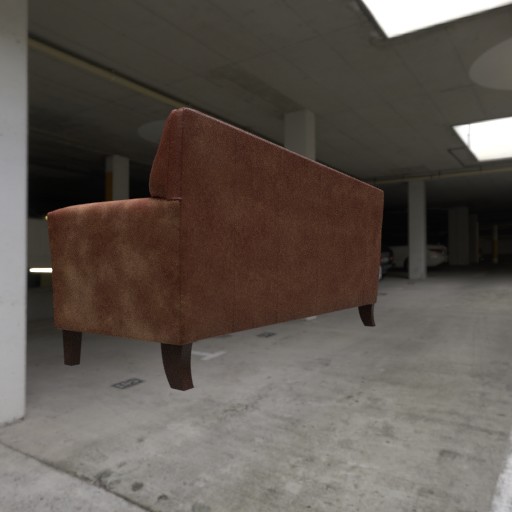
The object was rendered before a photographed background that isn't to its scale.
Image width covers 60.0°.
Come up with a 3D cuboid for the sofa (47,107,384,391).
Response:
[{"bbox_3d":[0.000,0.000,2.488,0.805,0.947,2.053,-1,-1,34],"label":"sofa"}]
